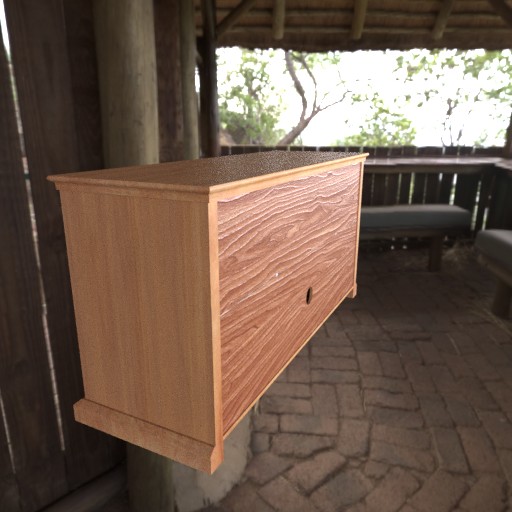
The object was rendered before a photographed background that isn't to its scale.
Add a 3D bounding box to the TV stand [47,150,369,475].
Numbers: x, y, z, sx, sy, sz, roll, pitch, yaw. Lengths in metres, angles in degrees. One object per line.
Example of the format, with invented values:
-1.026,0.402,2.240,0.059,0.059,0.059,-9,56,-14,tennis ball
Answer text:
0.000,0.000,1.442,0.417,0.607,1.181,8,18,26,TV stand
